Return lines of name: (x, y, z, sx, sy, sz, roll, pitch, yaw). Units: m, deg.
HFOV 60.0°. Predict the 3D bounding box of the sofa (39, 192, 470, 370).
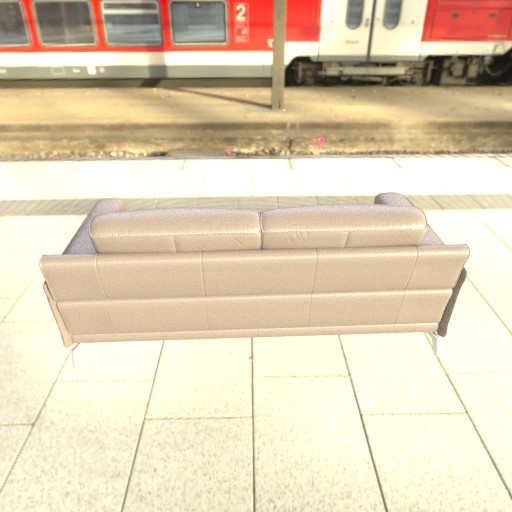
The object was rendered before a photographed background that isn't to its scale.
sofa: (0.000, 0.000, 2.573, 2.101, 0.930, 1.049, -2, 31, -3)
